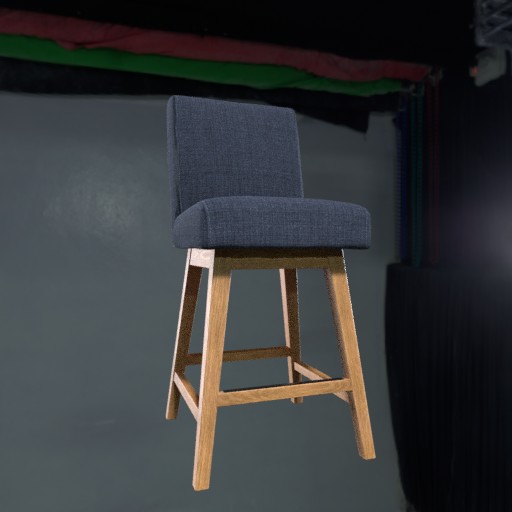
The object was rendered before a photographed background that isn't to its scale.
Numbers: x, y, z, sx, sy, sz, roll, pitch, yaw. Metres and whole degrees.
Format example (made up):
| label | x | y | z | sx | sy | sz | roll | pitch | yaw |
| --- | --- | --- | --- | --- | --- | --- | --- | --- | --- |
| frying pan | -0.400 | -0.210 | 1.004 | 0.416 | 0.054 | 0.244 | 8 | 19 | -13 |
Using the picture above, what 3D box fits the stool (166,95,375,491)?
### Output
| label | x | y | z | sx | sy | sz | roll | pitch | yaw |
| --- | --- | --- | --- | --- | --- | --- | --- | --- | --- |
| stool | 0.000 | 0.000 | 1.266 | 0.459 | 1.010 | 0.526 | 0 | 1 | -19 |
